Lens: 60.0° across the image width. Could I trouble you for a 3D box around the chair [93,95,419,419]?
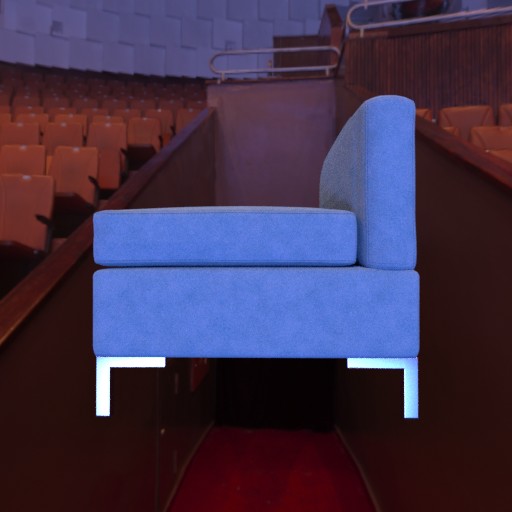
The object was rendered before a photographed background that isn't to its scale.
[{"bbox_3d":[0.000,0.000,1.218,0.685,0.660,0.684,0,-1,1],"label":"chair"}]
